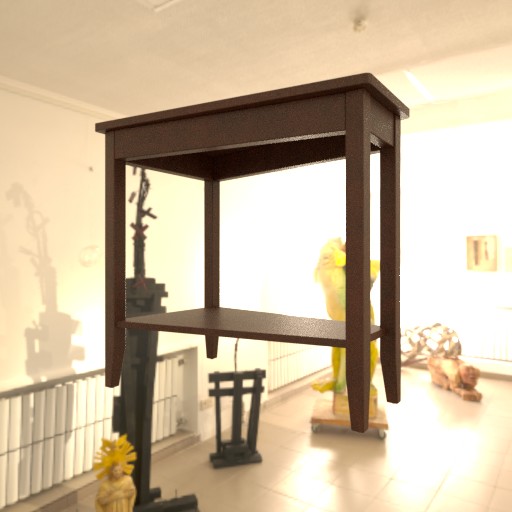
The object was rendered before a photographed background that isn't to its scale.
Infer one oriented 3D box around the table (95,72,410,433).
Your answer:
[{"bbox_3d":[0.000,0.000,0.975,0.605,0.589,0.399,0,0,35],"label":"table"}]
